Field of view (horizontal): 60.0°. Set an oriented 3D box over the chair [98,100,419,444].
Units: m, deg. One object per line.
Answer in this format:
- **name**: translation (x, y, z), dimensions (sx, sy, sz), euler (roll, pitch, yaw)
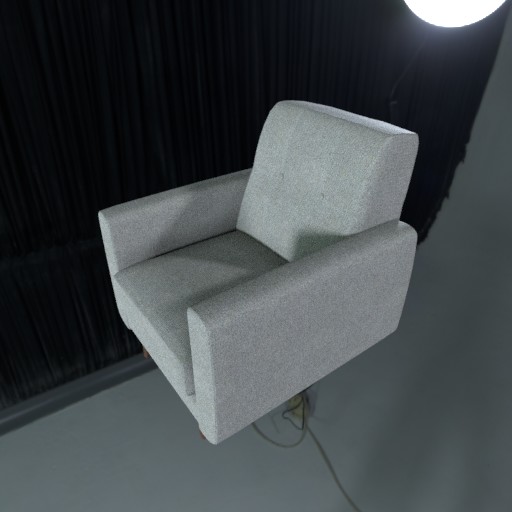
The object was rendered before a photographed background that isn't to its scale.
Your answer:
- **chair**: translation (0.000, 0.000, 1.692), dimensions (0.942, 0.968, 0.845), euler (-21, 38, -30)
